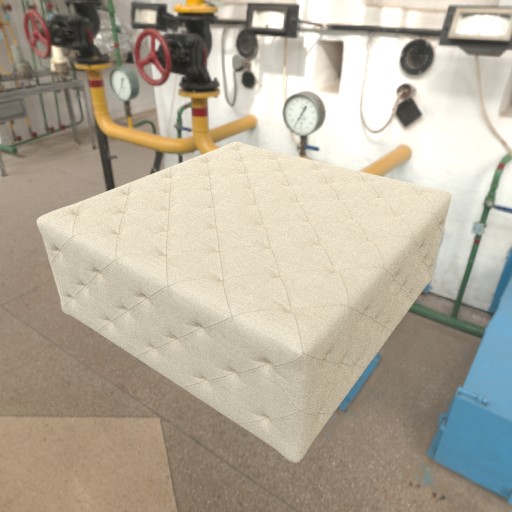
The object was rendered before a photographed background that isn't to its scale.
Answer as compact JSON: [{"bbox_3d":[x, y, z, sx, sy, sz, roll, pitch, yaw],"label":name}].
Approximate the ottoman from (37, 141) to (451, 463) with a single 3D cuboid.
[{"bbox_3d":[0.000,0.000,1.616,1.028,0.439,1.028,21,38,31],"label":"ottoman"}]
